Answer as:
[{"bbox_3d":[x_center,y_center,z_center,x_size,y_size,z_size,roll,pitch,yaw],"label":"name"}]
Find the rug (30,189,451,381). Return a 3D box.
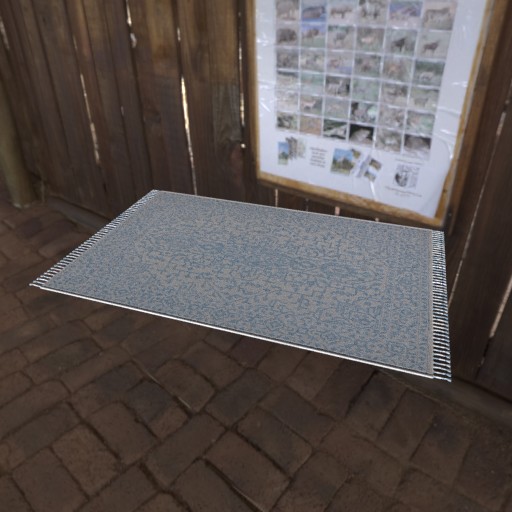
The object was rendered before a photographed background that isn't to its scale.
[{"bbox_3d":[0.000,0.000,3.016,2.438,0.010,1.524,10,34,16],"label":"rug"}]
